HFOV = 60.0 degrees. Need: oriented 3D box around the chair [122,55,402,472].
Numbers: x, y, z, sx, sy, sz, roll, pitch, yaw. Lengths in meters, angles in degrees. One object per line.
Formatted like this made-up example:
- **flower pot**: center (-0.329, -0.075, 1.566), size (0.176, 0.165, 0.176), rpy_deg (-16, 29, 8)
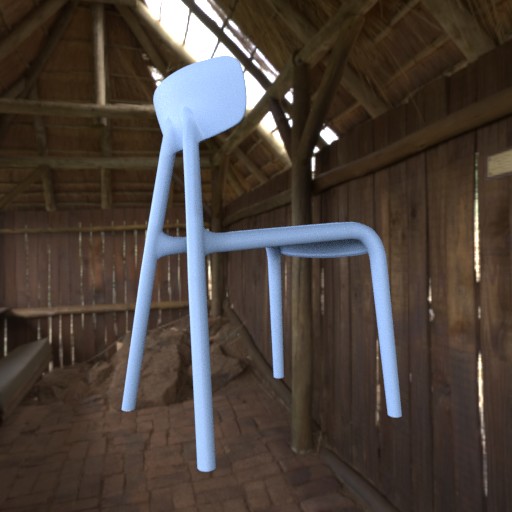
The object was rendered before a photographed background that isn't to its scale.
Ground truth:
- **chair**: center (0.000, 0.000, 0.827), size (0.401, 0.580, 0.356), rpy_deg (1, -1, -36)
